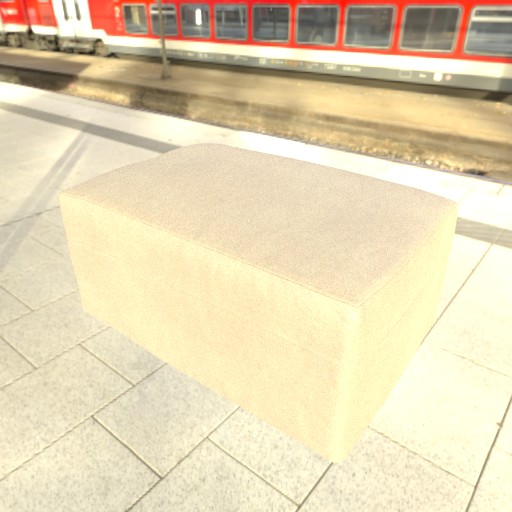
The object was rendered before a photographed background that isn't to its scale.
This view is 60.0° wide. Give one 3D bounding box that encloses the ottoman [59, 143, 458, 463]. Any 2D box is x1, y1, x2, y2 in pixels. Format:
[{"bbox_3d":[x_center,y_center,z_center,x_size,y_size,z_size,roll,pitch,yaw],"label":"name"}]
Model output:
[{"bbox_3d":[0.000,0.000,1.190,0.872,0.444,0.590,21,36,31],"label":"ottoman"}]
